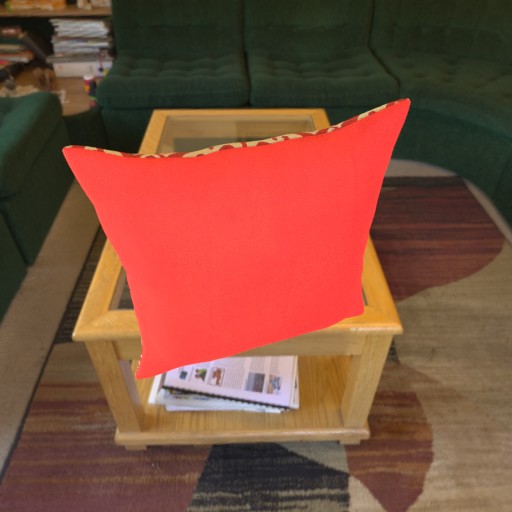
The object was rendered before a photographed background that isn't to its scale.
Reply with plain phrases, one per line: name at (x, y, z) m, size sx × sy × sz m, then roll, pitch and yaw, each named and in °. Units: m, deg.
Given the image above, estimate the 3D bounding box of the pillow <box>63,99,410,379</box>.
pillow at (0.000, 0.000, 0.793) m, size 0.522 × 0.507 × 0.192 m, roll -13°, pitch 42°, yaw -14°
